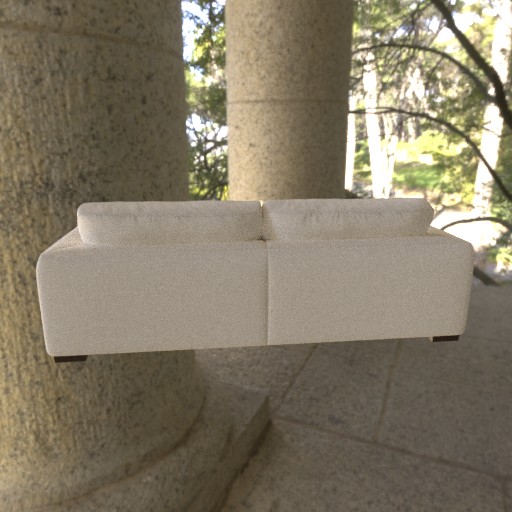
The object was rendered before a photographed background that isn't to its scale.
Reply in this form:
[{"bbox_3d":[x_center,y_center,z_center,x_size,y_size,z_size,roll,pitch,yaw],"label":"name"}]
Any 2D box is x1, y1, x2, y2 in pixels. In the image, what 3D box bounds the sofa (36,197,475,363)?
[{"bbox_3d":[0.000,0.000,2.767,2.262,0.801,1.070,-2,16,-6],"label":"sofa"}]
